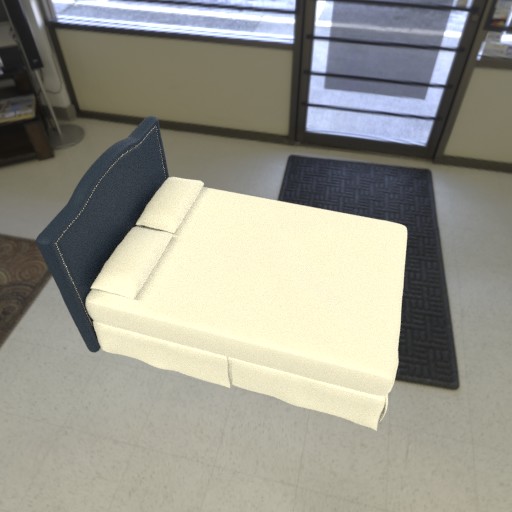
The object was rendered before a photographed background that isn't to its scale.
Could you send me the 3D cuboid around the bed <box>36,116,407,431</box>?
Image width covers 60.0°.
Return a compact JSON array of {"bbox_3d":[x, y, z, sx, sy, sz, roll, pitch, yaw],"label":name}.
[{"bbox_3d":[0.000,0.000,3.636,2.507,1.441,1.741,12,48,11],"label":"bed"}]
